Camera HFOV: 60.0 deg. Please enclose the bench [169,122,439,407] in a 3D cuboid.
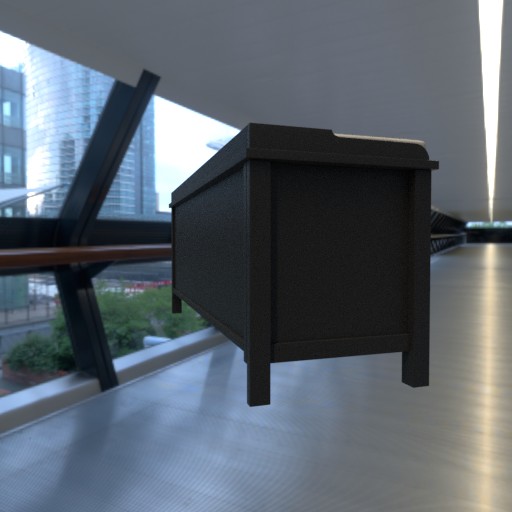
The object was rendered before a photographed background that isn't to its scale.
[{"bbox_3d":[0.000,0.000,1.366,0.398,0.501,1.140,-1,2,-18],"label":"bench"}]
